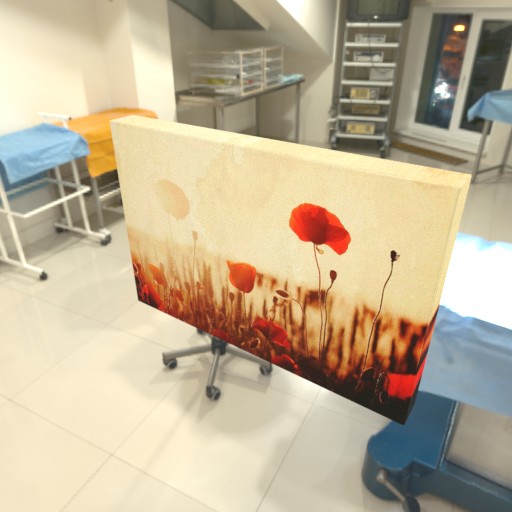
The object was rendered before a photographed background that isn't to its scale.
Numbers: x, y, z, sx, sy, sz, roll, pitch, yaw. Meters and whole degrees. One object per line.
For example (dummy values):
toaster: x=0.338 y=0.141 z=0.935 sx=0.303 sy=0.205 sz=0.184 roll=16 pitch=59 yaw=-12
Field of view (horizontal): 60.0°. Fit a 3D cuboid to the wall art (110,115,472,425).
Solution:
wall art: x=0.000 y=0.000 z=0.487 sx=0.383 sy=0.251 sz=0.037 roll=19 pitch=34 yaw=29
